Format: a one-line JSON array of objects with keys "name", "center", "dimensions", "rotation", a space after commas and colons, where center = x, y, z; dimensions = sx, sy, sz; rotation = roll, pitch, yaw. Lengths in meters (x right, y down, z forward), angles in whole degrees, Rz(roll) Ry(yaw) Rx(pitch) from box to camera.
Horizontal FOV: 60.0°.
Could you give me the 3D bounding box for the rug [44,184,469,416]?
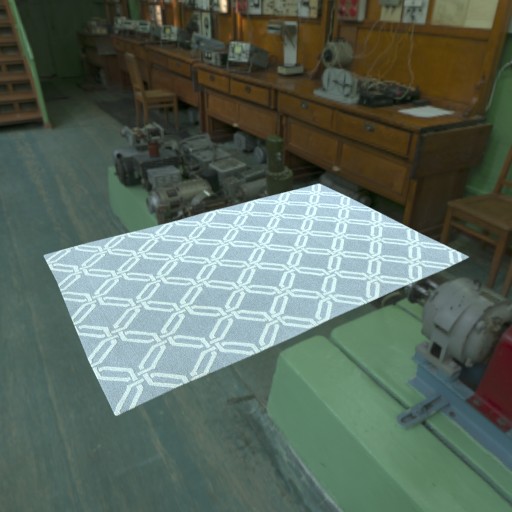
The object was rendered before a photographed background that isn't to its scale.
[{"name": "rug", "center": [0.000, 0.000, 2.163], "dimensions": [1.754, 0.010, 1.148], "rotation": [-18, 35, -28]}]
